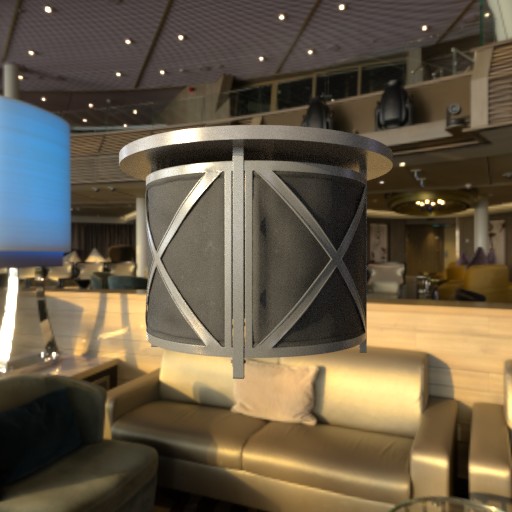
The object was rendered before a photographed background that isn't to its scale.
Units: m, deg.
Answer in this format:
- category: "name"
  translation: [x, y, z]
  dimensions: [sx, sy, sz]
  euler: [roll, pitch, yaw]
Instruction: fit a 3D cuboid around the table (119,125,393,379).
- category: "table"
  translation: [0.000, 0.000, 1.551]
  dimensions: [0.914, 0.650, 0.914]
  euler: [0, 0, 0]
